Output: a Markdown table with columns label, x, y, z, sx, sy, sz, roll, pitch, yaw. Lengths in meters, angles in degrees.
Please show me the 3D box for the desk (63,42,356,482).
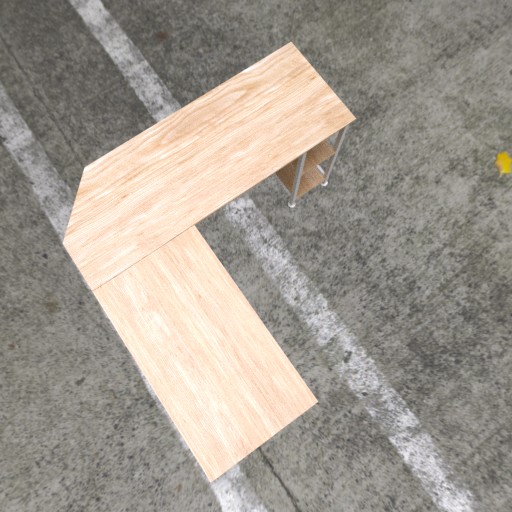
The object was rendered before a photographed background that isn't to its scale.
| label | x | y | z | sx | sy | sz | roll | pitch | yaw |
| --- | --- | --- | --- | --- | --- | --- | --- | --- | --- |
| desk | 0.000 | 0.000 | 2.238 | 1.379 | 0.739 | 1.379 | -34 | 79 | -8 |
